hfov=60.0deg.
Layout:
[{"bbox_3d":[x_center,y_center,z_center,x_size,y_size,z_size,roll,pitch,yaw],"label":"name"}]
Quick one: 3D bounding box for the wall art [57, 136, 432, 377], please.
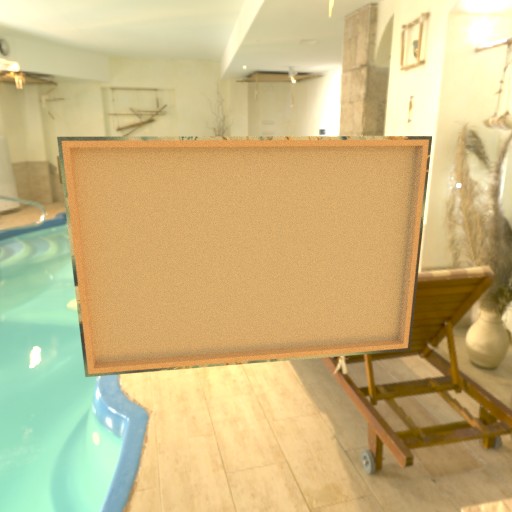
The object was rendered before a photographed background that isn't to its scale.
[{"bbox_3d":[0.000,0.000,1.167,0.912,0.608,0.038,-3,16,-9],"label":"wall art"}]
